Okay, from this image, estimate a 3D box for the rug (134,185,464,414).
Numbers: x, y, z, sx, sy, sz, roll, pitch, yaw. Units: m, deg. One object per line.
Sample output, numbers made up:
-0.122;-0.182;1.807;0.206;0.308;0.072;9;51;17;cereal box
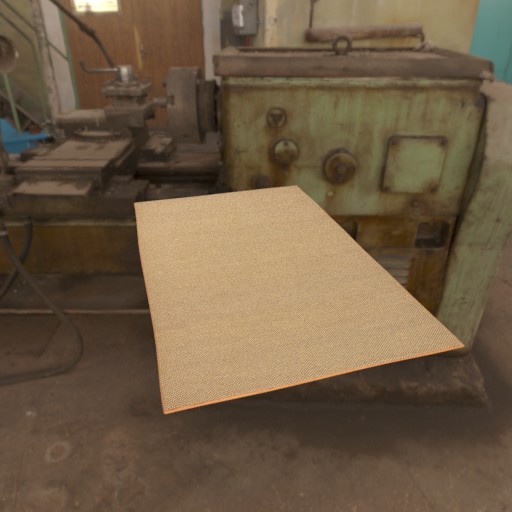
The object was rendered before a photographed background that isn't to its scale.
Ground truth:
0.000;0.000;2.150;1.078;0.013;1.678;-8;31;-14;rug
